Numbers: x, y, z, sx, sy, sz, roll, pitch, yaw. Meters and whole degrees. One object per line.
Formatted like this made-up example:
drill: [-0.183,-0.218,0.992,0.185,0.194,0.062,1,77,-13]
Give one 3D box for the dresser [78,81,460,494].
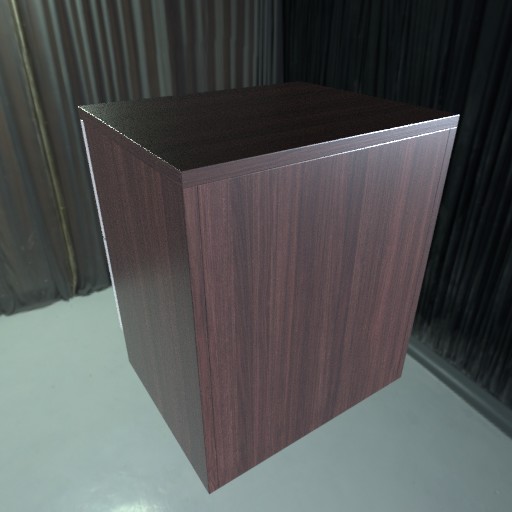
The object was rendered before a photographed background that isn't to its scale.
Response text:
dresser: [0.000,0.000,0.729,0.400,0.470,0.360,-19,35,-29]
